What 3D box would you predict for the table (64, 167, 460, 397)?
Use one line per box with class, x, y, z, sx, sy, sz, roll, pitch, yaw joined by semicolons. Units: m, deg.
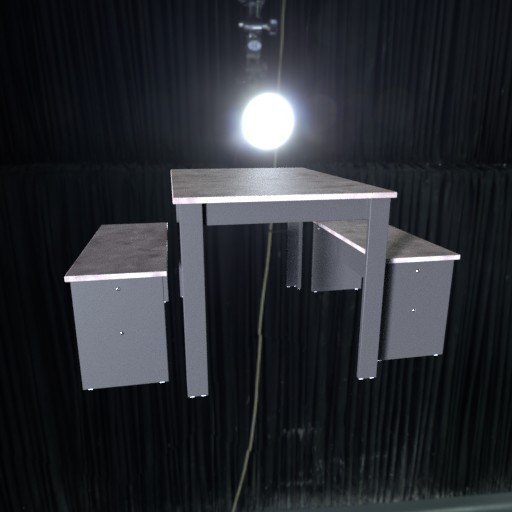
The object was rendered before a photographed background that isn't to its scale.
table;0.000;0.000;2.012;1.443;0.700;1.100;-3;16;-10
